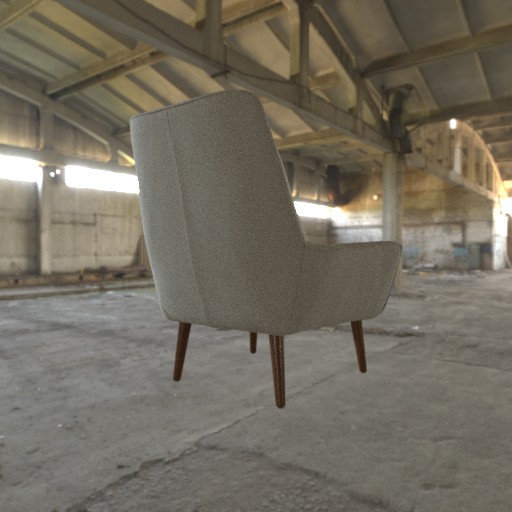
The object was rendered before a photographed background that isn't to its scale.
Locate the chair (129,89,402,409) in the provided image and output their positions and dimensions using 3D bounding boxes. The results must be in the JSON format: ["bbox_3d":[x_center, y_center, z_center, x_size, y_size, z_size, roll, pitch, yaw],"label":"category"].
[{"bbox_3d":[0.000,0.000,1.571,0.787,0.888,0.822,1,1,37],"label":"chair"}]
